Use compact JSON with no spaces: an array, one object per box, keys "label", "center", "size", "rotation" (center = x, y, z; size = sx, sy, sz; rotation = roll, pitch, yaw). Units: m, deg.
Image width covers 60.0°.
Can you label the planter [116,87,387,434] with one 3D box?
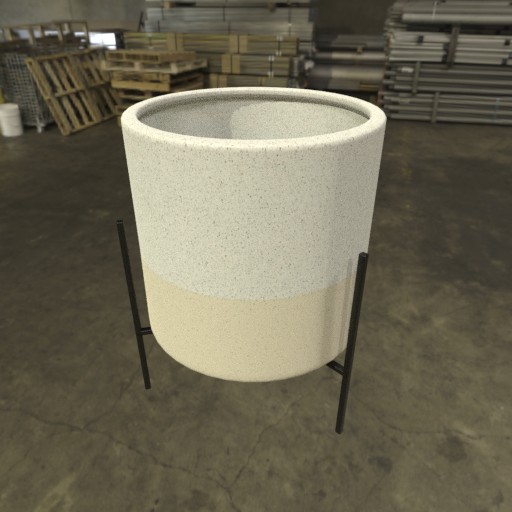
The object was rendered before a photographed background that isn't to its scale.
[{"label":"planter","center":[0.000,0.000,0.646],"size":[0.313,0.423,0.335],"rotation":[8,31,13]}]
